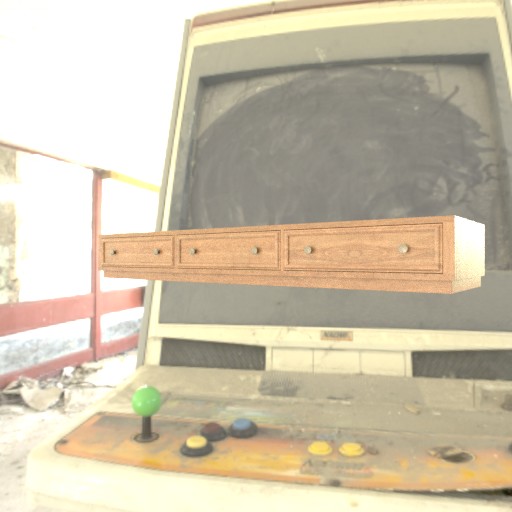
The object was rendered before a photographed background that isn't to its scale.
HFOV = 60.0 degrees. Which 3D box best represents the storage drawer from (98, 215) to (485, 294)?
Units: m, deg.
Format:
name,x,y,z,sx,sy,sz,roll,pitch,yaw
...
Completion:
name,x,y,z,sx,sy,sz,roll,pitch,yaw
storage drawer,0.000,0.000,2.284,2.032,0.264,0.538,0,0,37
